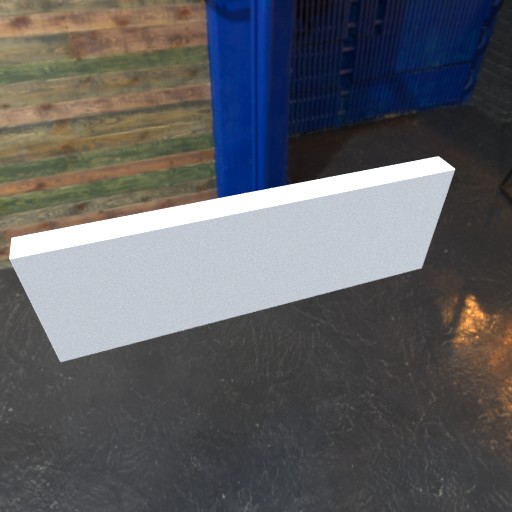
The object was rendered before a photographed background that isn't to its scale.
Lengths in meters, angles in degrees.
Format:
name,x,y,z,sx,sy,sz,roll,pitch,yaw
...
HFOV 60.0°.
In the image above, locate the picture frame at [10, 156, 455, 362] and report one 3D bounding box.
name,x,y,z,sx,sy,sz,roll,pitch,yaw
picture frame,0.000,0.000,0.823,0.759,0.250,0.050,-13,43,-14
